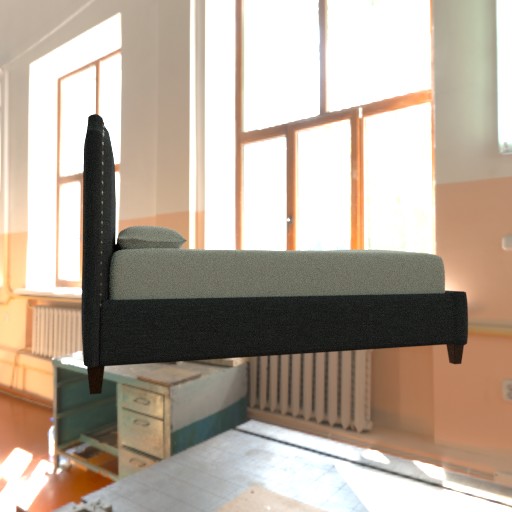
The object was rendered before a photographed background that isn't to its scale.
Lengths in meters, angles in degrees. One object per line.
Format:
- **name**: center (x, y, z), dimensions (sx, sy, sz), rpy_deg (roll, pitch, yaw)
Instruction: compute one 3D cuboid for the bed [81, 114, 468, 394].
- **bed**: center (0.000, 0.000, 3.338), dimensions (2.372, 1.443, 1.713), rpy_deg (1, -2, -18)
